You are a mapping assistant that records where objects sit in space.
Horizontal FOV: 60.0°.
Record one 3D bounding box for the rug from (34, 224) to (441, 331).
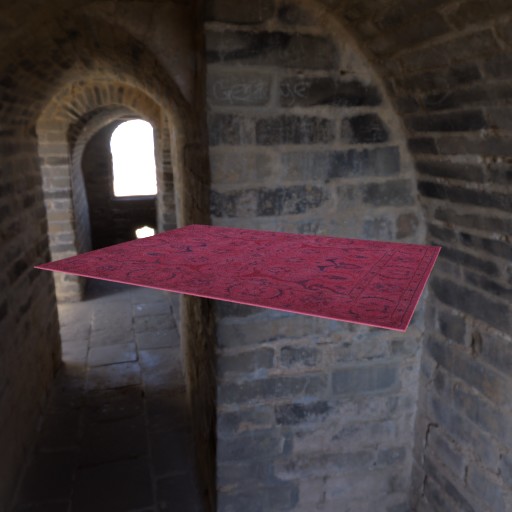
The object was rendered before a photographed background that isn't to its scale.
[{"bbox_3d":[0.000,0.000,4.002,2.929,0.012,2.300,7,15,26],"label":"rug"}]
